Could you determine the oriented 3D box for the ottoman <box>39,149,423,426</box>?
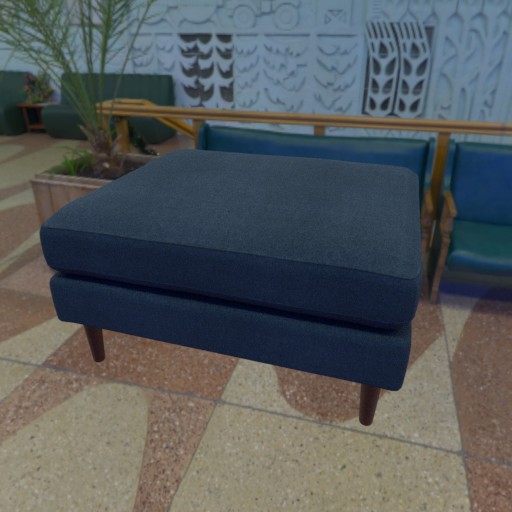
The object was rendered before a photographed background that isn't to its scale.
[{"bbox_3d":[0.000,0.000,1.231,0.821,0.474,0.693,8,28,16],"label":"ottoman"}]
